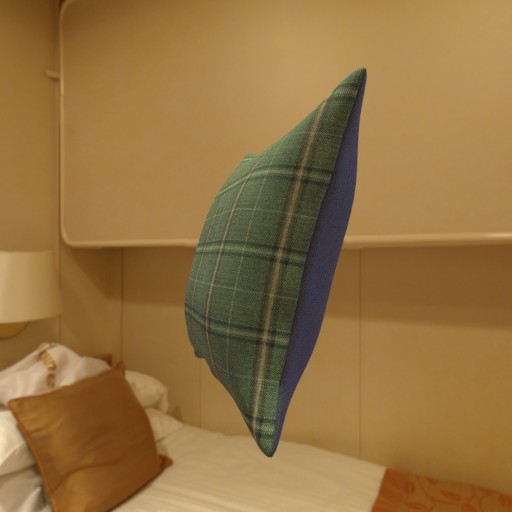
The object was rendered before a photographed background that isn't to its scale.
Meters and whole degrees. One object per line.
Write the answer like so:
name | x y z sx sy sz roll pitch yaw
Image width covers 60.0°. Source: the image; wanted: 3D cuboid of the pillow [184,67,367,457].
pillow | 0.000 0.000 0.698 0.200 0.430 0.453 0 0 -17
